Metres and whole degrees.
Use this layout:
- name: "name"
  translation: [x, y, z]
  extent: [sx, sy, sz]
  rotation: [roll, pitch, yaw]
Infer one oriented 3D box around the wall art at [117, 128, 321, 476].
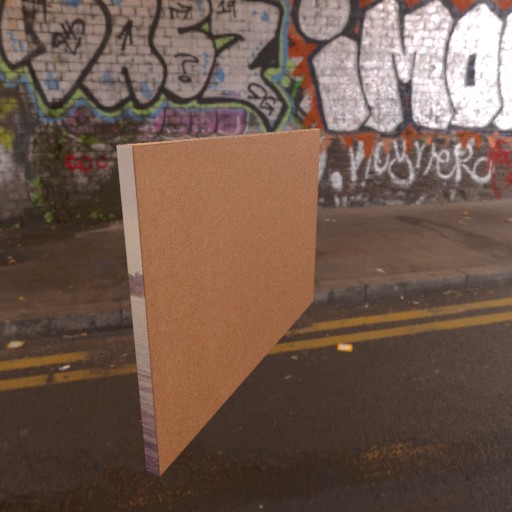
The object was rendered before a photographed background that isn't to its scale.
- name: "wall art"
  translation: [0.000, 0.000, 0.770]
  extent: [0.021, 0.410, 0.615]
  rotation: [8, 19, 24]
